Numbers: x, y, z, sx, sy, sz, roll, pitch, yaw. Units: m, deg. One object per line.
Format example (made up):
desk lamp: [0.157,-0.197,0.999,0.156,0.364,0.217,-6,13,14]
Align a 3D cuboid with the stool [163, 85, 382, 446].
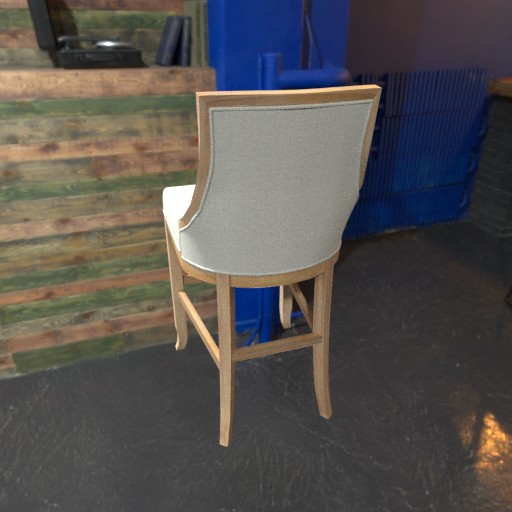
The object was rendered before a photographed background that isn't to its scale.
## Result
stool: [0.000,0.000,1.465,0.524,1.101,0.626,-9,29,-16]
